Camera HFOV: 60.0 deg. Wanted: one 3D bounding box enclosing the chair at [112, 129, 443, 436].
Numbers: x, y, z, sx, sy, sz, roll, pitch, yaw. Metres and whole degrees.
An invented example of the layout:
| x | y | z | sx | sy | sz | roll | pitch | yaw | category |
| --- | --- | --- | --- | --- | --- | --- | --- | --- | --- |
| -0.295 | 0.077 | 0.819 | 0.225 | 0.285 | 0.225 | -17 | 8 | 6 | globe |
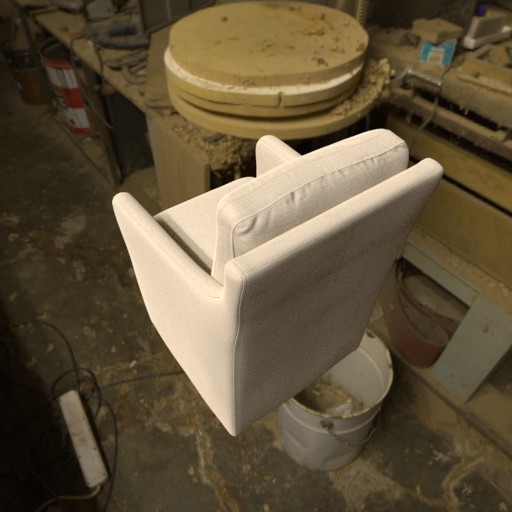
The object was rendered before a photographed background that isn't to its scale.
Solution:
| x | y | z | sx | sy | sz | roll | pitch | yaw | category |
| --- | --- | --- | --- | --- | --- | --- | --- | --- | --- |
| 0.000 | 0.000 | 1.374 | 0.626 | 0.914 | 0.694 | -28 | 52 | -25 | chair |
